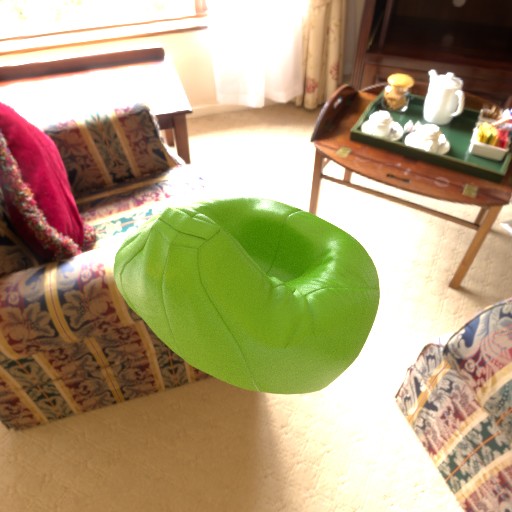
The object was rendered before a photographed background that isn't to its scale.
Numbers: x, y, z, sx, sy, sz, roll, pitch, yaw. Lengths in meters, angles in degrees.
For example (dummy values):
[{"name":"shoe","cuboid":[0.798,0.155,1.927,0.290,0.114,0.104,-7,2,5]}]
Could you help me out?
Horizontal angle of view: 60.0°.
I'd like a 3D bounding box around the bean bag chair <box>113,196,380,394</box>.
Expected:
[{"name":"bean bag chair","cuboid":[0.000,0.000,1.879,1.070,0.990,1.070,25,51,22]}]
